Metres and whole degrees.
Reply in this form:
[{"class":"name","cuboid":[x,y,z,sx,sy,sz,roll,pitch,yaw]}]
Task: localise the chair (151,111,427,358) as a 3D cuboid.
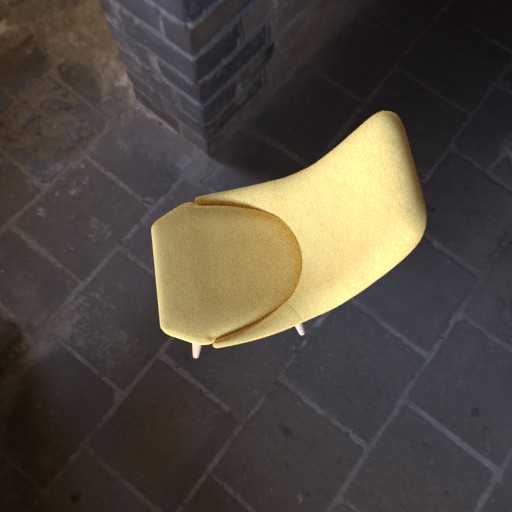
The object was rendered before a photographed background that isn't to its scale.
[{"class":"chair","cuboid":[0.000,0.000,1.383,0.660,1.040,0.510,-8,74,-2]}]
